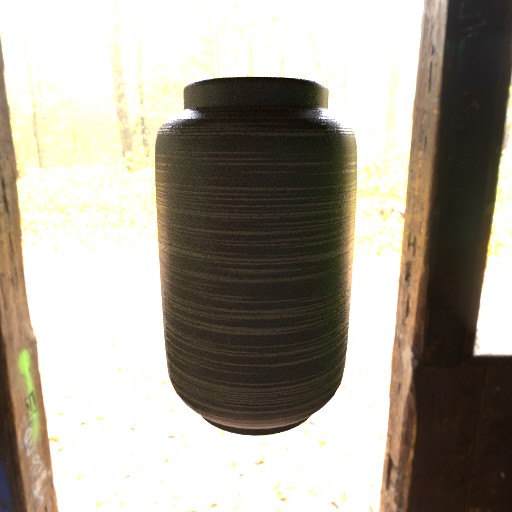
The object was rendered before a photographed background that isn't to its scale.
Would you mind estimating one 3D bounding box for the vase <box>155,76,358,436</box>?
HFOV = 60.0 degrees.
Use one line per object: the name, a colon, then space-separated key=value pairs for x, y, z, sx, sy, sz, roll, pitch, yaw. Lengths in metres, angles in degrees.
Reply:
vase: x=0.000 y=0.000 z=0.690 sx=0.297 sy=0.499 sz=0.297 roll=0 pitch=15 yaw=0
